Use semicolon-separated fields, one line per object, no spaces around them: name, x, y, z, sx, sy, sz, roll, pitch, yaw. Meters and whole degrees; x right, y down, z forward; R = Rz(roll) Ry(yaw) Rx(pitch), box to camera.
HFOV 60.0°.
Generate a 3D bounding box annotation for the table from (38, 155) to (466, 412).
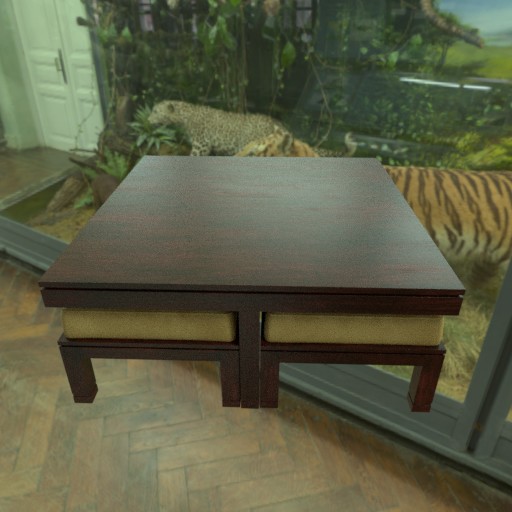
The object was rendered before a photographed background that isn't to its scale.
table;0.000;0.000;1.357;0.865;0.356;0.865;1;30;2
